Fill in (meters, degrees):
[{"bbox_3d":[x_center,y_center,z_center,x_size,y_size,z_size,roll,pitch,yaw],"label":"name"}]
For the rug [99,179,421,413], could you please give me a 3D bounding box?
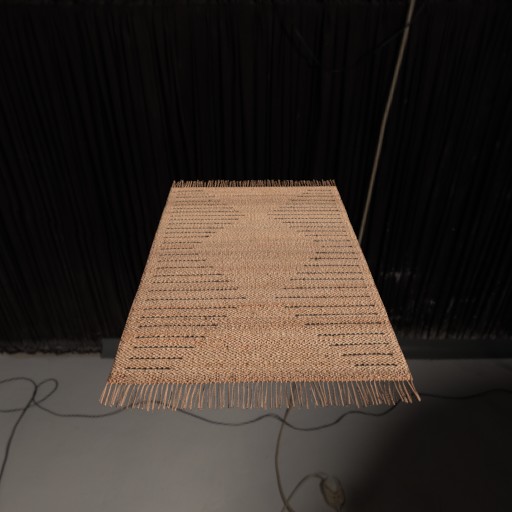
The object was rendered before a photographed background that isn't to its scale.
[{"bbox_3d":[0.000,0.000,2.519,1.224,0.027,2.085,-1,34,-1],"label":"rug"}]
